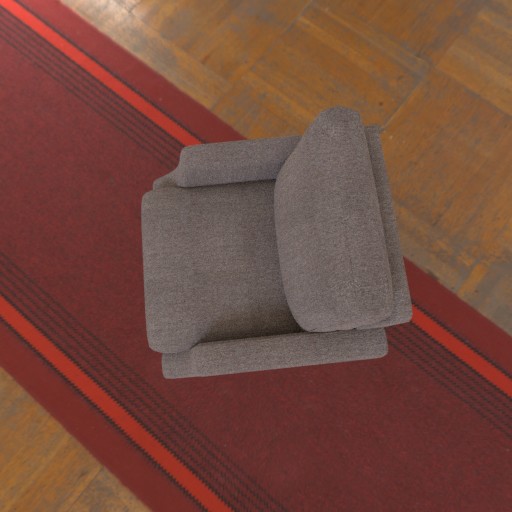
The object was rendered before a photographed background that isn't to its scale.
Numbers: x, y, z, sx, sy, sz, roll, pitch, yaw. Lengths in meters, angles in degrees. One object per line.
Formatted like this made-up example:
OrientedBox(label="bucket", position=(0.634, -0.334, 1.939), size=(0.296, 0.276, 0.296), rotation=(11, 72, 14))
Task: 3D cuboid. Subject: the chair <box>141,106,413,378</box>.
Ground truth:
OrientedBox(label="chair", position=(0.000, 0.000, 1.717), size=(0.897, 0.993, 0.855), rotation=(-6, 76, -1))
